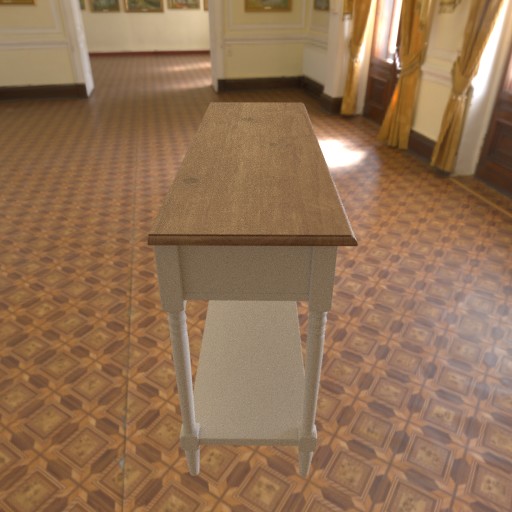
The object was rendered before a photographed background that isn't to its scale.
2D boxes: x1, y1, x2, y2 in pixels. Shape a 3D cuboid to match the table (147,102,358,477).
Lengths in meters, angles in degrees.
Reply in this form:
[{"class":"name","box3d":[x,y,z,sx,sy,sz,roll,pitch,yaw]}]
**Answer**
[{"class":"table","box3d":[0.000,0.000,1.561,0.399,0.800,1.219,0,31,1]}]
